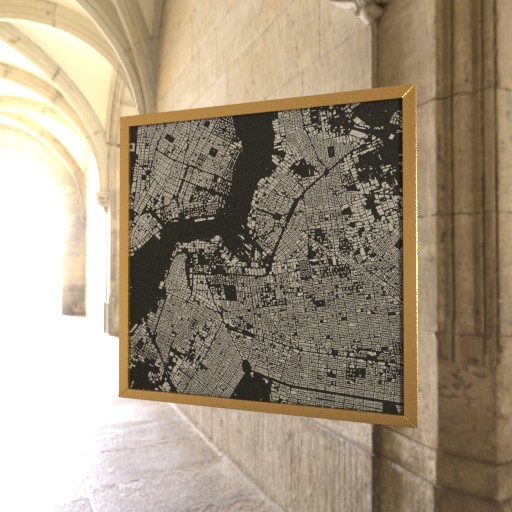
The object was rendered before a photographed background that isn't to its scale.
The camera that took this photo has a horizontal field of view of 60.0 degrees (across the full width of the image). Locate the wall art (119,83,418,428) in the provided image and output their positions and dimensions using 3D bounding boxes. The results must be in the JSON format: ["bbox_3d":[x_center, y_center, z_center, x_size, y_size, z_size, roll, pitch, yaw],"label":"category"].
[{"bbox_3d":[0.000,0.000,0.448,0.305,0.305,0.023,0,-1,17],"label":"wall art"}]
